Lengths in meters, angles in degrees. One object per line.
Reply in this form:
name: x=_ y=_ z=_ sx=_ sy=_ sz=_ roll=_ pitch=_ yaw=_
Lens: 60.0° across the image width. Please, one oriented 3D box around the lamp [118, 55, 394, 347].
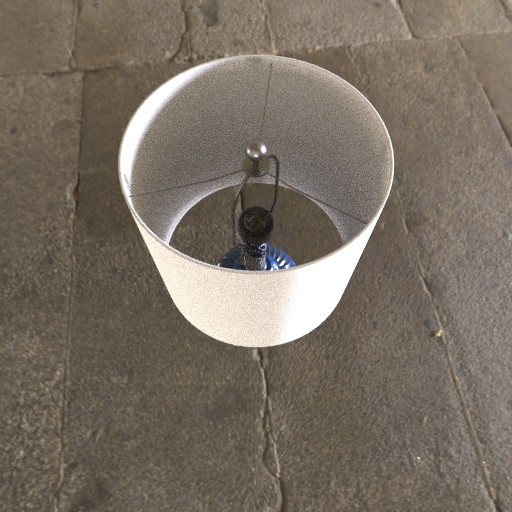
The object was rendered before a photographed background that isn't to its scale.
lamp: x=0.000 y=0.000 z=0.489 sx=0.203 sy=0.368 sz=0.203 roll=35 pitch=69 yaw=16
